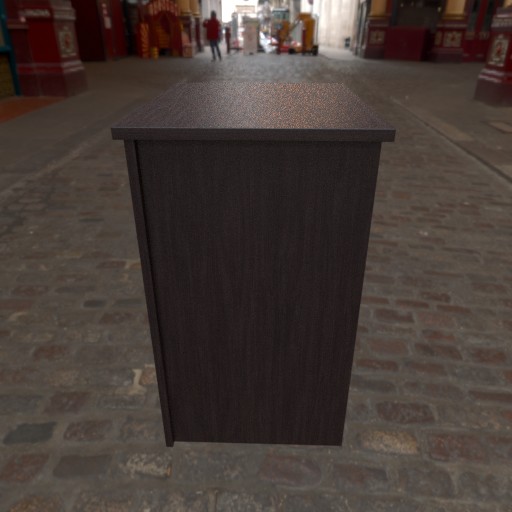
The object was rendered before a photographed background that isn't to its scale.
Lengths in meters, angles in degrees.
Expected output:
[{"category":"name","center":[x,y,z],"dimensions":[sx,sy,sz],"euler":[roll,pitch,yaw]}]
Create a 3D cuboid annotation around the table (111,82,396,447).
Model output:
[{"category":"table","center":[0.000,0.000,0.943],"dimensions":[0.381,0.635,0.480],"euler":[1,28,2]}]
